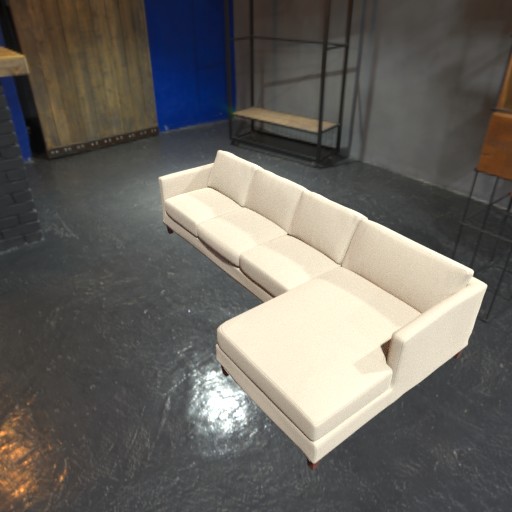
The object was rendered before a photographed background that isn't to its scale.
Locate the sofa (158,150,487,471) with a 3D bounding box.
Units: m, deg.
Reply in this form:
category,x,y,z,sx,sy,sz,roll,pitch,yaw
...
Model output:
category,x,y,z,sx,sy,sz,roll,pitch,yaw
sofa,0.000,0.000,3.837,1.625,0.861,3.186,-22,38,-31
